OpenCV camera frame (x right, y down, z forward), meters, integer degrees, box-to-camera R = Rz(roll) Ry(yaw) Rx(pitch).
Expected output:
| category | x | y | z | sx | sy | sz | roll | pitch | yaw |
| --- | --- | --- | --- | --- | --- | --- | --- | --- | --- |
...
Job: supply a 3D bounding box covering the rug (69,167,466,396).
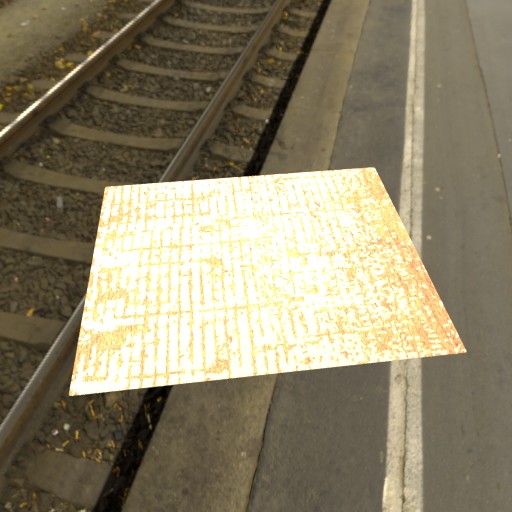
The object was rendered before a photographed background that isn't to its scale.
| category | x | y | z | sx | sy | sz | roll | pitch | yaw |
| --- | --- | --- | --- | --- | --- | --- | --- | --- | --- |
| rug | 0.000 | 0.000 | 4.187 | 3.050 | 0.011 | 2.441 | -5 | 48 | -5 |
